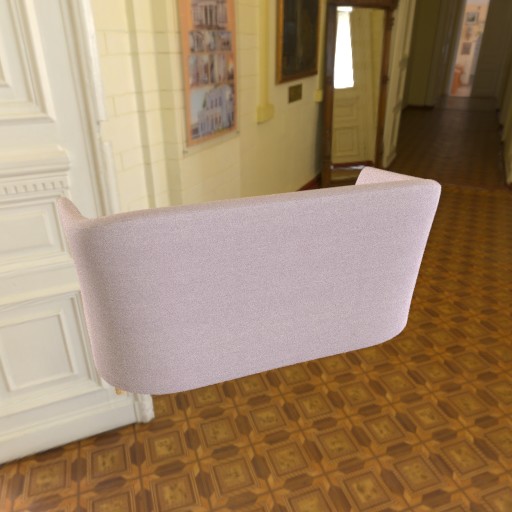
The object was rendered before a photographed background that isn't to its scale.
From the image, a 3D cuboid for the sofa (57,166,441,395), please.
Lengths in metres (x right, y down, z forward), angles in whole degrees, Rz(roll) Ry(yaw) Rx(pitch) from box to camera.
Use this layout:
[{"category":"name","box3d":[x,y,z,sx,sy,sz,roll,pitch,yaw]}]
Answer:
[{"category":"sofa","box3d":[0.000,0.000,1.802,1.452,0.721,0.705,-9,27,-17]}]
